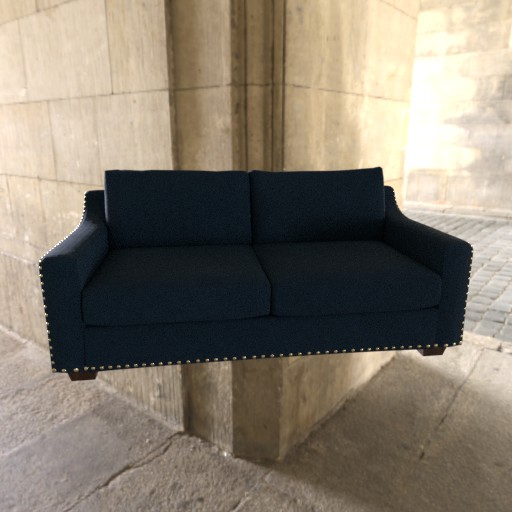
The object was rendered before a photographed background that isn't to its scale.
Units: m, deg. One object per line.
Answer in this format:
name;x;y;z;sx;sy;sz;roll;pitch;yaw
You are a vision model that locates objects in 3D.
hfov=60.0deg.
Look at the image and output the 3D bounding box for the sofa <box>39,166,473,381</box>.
sofa;0.000;0.000;2.629;2.107;0.983;1.104;-2;16;-8
